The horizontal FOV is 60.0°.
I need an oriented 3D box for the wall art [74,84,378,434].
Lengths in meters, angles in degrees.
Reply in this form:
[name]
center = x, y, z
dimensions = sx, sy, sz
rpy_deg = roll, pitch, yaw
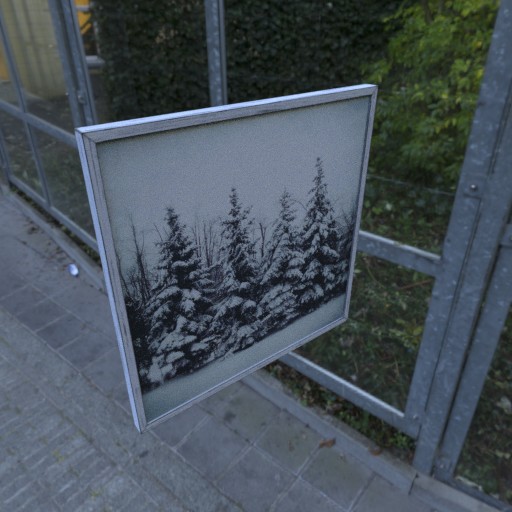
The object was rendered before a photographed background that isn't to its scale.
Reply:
[wall art]
center = 0.000, 0.000, 1.142
dimensions = 0.761, 0.761, 0.037
rpy_deg = -21, 36, -32
